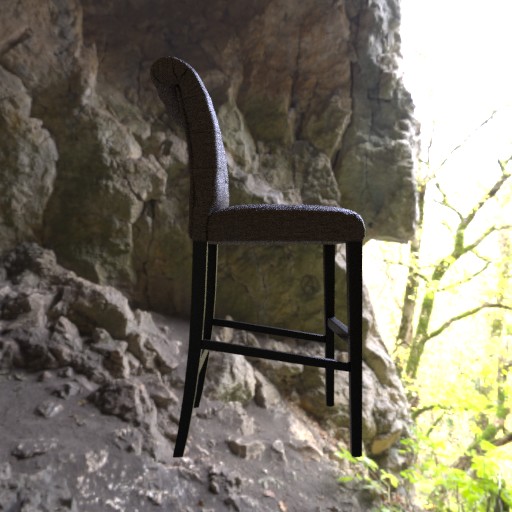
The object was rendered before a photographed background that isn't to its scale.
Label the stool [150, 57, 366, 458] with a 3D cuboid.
[{"bbox_3d":[0.000,0.000,1.452,0.613,1.131,0.452,0,0,-1],"label":"stool"}]
